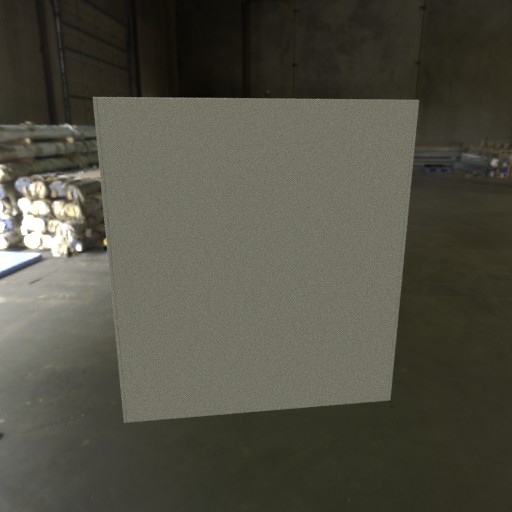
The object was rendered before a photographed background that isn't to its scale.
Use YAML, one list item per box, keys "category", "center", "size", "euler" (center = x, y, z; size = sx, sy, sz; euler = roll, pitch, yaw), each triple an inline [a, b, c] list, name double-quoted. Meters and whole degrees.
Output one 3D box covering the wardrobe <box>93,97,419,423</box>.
- category: "wardrobe"
  center: [0.000, 0.000, 2.961]
  size: [1.780, 1.960, 0.629]
  euler: [-2, 16, -8]
